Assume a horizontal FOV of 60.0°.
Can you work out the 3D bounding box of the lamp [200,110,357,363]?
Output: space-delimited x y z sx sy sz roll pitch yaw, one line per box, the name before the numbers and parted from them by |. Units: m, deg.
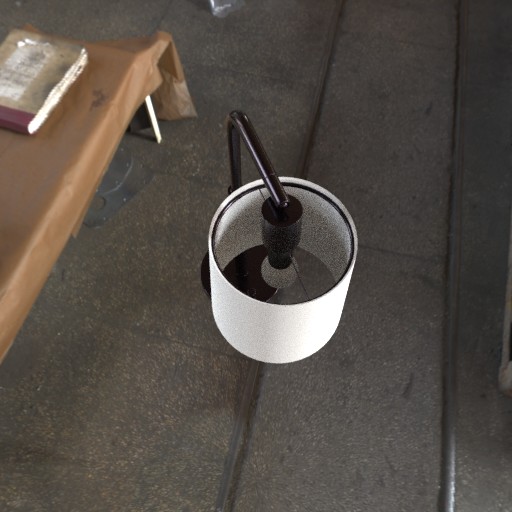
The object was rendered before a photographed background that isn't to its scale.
lamp | 0.000 0.000 0.643 0.171 0.489 0.333 -18 65 -9
